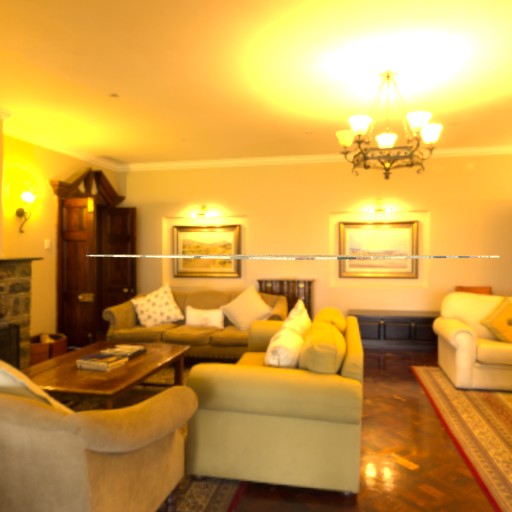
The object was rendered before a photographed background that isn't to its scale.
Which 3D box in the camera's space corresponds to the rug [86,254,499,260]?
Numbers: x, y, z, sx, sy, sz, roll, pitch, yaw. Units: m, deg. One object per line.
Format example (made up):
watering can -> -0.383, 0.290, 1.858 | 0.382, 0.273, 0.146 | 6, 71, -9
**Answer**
rug -> 0.000, 0.000, 2.929 | 1.513, 0.008, 2.423 | 0, 0, -37
